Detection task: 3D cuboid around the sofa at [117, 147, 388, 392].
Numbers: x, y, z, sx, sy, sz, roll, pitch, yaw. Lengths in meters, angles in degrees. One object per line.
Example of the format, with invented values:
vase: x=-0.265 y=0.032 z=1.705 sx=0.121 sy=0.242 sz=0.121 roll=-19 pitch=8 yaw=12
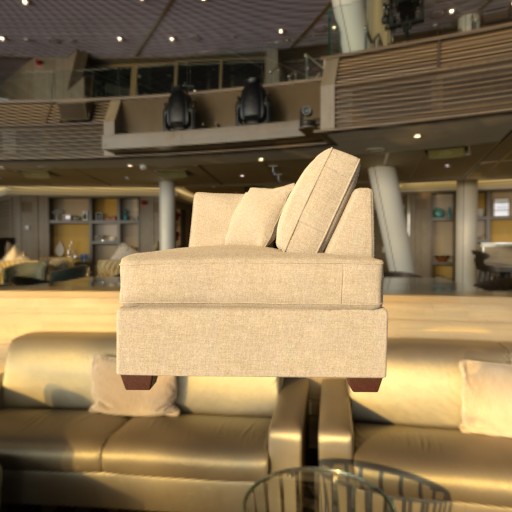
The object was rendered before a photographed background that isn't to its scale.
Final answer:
sofa: x=0.000 y=0.000 z=2.799 sx=1.110 sy=1.019 sz=2.238 roll=0 pitch=1 yaw=1
